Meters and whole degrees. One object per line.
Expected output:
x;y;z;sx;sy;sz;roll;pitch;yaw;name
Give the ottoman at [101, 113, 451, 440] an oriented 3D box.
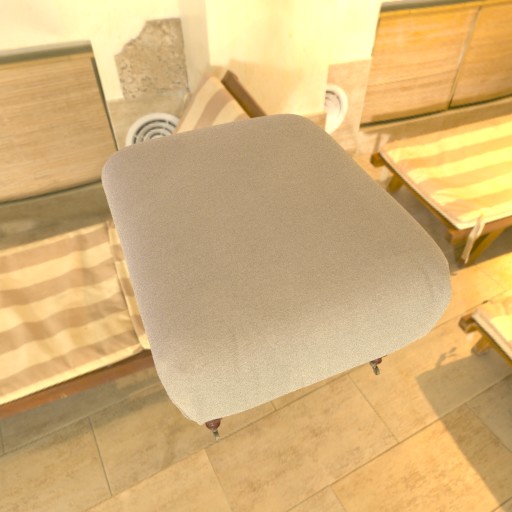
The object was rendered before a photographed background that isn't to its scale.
0.000;0.000;1.127;0.622;0.450;0.746;-16;48;-16;ottoman
